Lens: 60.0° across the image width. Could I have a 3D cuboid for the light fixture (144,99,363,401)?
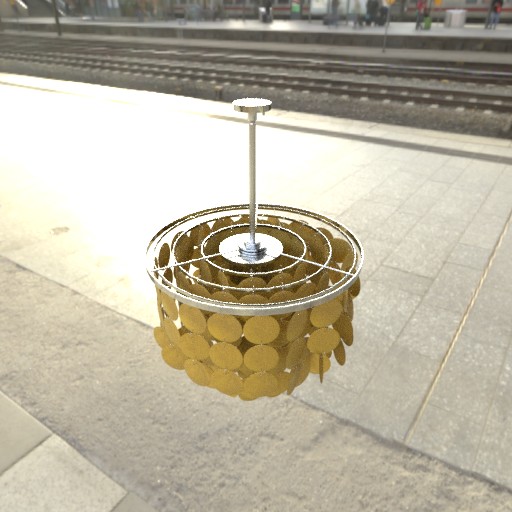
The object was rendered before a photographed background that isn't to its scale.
[{"bbox_3d":[0.000,0.000,0.739,0.368,0.492,0.368,0,30,0],"label":"light fixture"}]
